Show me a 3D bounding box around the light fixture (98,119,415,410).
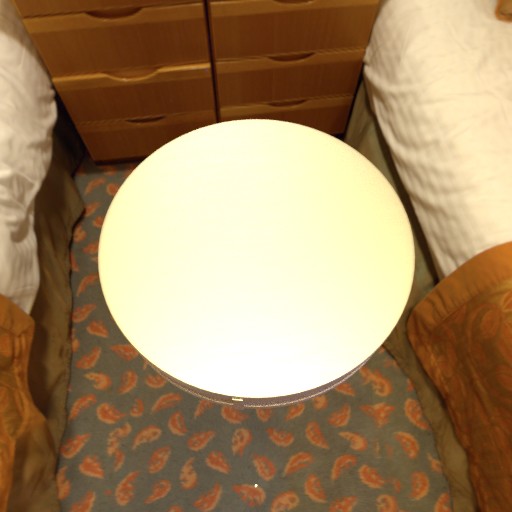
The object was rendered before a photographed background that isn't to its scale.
[{"bbox_3d":[0.000,0.000,0.545,0.356,0.102,0.356,0,63,0],"label":"light fixture"}]
